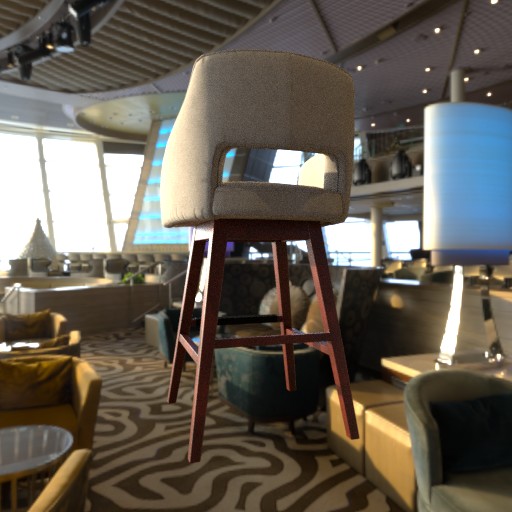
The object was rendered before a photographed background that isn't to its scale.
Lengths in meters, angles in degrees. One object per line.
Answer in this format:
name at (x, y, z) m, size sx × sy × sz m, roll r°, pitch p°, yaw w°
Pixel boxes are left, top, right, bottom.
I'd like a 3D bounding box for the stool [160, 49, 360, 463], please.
stool at (0.000, 0.000, 1.348) m, size 0.548 × 1.012 × 0.558 m, roll 0°, pitch 0°, yaw -18°
